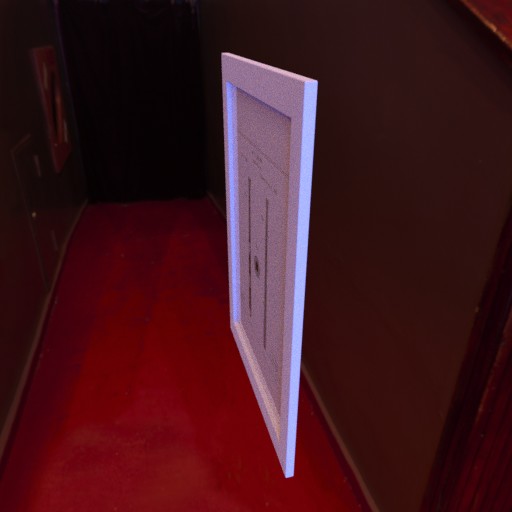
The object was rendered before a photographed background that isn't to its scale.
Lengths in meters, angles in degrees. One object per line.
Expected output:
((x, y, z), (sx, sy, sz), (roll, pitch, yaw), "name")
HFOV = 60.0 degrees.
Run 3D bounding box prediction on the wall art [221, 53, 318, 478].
((0.000, 0.000, 0.601), (0.011, 0.482, 0.329), (-7, 29, -14), "wall art")
